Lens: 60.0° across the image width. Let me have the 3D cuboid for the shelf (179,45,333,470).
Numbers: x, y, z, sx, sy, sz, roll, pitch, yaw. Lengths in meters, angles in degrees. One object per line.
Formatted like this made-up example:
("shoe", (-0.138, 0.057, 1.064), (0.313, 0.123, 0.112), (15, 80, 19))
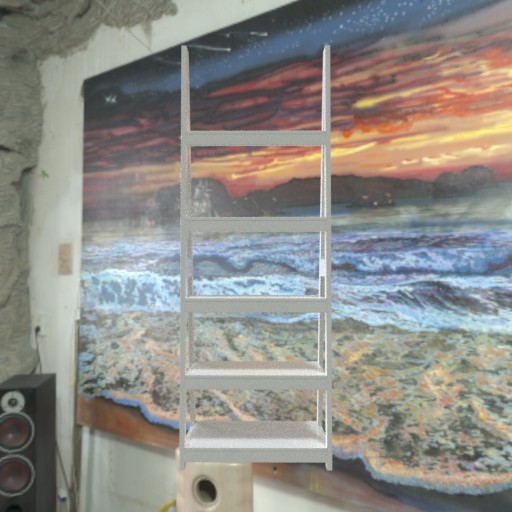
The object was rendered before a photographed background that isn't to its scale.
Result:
("shelf", (0.000, 0.000, 2.025), (0.636, 1.779, 0.341), (0, -2, 0))
